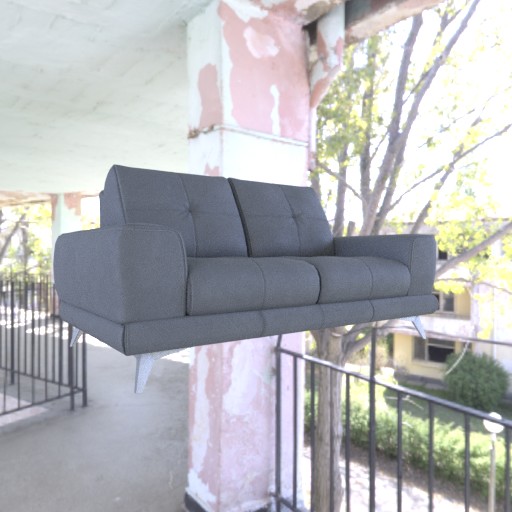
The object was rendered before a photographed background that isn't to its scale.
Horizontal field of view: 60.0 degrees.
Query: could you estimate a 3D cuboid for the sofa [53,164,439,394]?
[{"bbox_3d":[0.000,0.000,2.320,1.806,0.907,1.018,0,1,-36],"label":"sofa"}]
